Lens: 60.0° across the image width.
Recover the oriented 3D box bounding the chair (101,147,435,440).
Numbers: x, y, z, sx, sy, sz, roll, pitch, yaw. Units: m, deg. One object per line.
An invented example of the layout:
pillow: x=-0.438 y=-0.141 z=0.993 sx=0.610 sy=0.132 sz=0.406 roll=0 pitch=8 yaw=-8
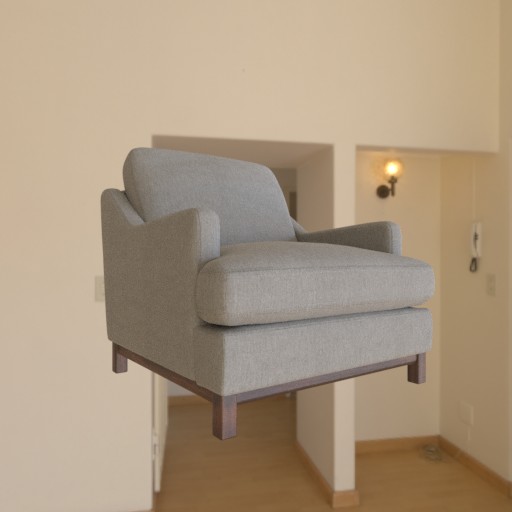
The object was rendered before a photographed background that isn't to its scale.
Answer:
chair: x=0.000 y=0.000 z=1.535 sx=0.826 sy=0.821 sz=0.892 roll=0 pitch=0 yaw=-36
